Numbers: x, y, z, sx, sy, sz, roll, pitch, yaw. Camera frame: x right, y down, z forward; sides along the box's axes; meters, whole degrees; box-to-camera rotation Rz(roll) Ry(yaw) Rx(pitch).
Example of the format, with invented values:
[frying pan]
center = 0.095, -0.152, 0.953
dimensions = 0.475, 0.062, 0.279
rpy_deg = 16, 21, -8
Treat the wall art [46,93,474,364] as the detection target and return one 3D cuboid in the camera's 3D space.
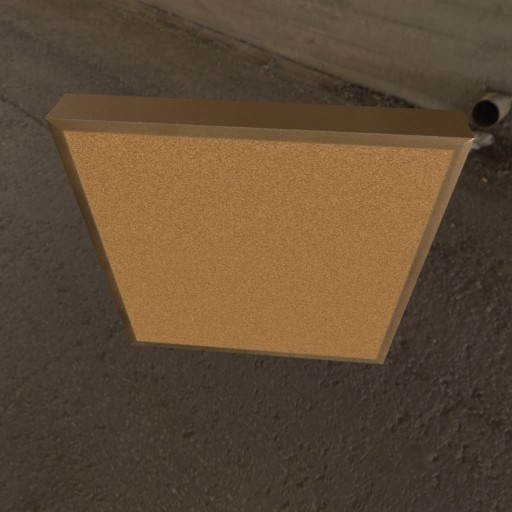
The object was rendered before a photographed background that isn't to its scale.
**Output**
[wall art]
center = 0.000, 0.000, 0.436
dimensions = 0.305, 0.303, 0.038
rpy_deg = 4, 47, 4
